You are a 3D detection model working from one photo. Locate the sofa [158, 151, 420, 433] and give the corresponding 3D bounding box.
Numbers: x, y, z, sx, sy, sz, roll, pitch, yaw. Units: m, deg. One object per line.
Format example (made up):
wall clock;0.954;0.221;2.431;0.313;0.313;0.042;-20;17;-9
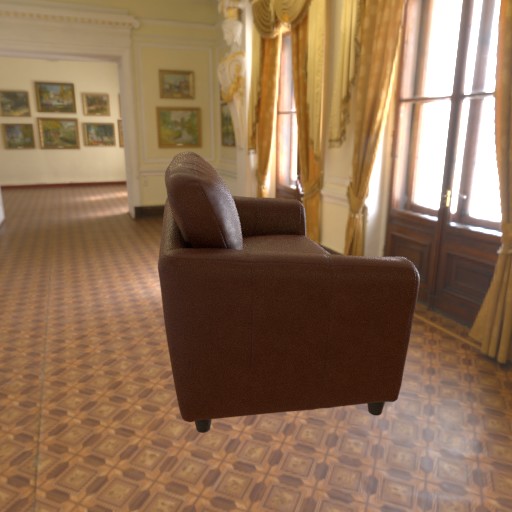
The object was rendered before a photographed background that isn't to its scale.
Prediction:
sofa;0.000;0.000;1.986;0.805;0.906;1.406;-3;16;-10
